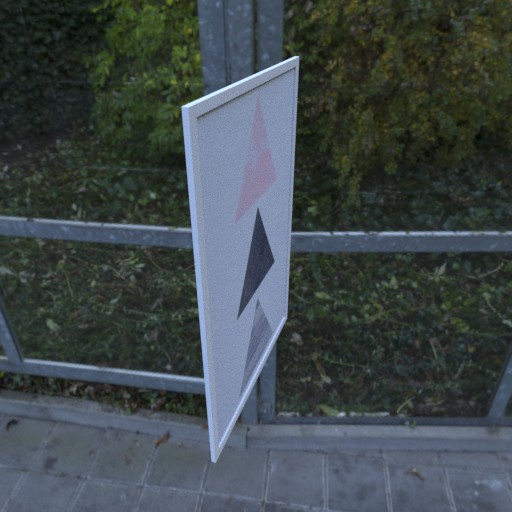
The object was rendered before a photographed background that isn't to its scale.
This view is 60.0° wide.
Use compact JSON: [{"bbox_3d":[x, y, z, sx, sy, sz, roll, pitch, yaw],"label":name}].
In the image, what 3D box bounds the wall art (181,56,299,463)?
[{"bbox_3d":[0.000,0.000,1.227,0.013,0.940,0.659,11,33,17],"label":"wall art"}]
